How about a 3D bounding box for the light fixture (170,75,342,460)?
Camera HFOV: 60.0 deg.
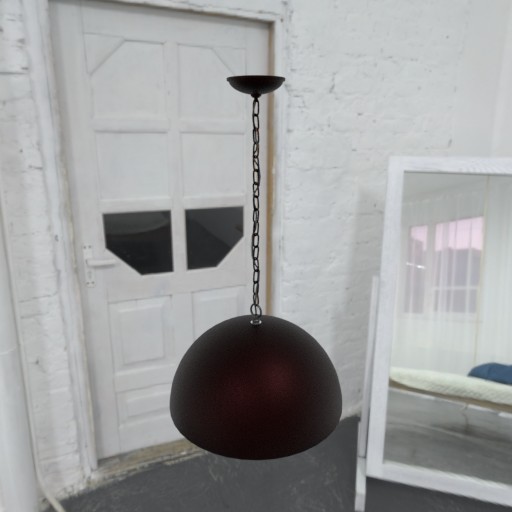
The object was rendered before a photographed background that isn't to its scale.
[{"bbox_3d":[0.000,0.000,1.164,0.492,0.869,0.492,15,22,41],"label":"light fixture"}]
